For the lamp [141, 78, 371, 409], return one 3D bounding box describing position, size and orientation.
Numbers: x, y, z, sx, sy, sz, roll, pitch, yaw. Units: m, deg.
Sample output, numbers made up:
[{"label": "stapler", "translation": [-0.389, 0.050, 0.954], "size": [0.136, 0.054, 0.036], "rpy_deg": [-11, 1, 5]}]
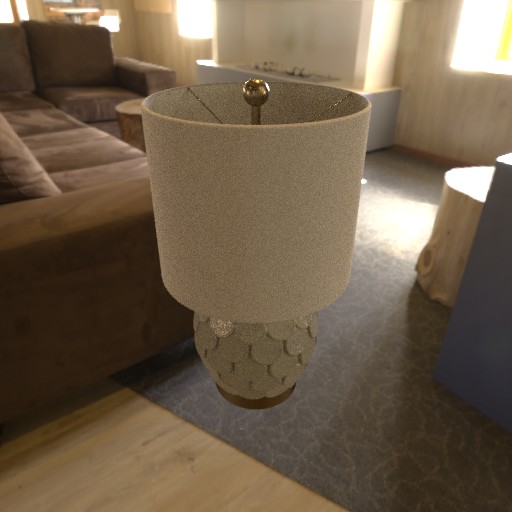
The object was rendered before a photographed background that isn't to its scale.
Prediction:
[{"label": "lamp", "translation": [0.000, 0.000, 0.601], "size": [0.254, 0.452, 0.254], "rpy_deg": [0, 30, 0]}]
